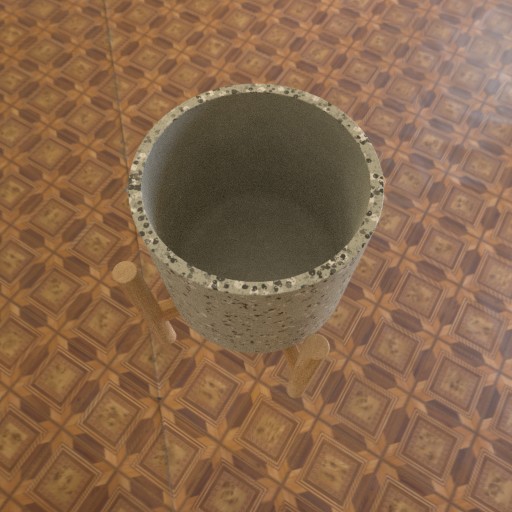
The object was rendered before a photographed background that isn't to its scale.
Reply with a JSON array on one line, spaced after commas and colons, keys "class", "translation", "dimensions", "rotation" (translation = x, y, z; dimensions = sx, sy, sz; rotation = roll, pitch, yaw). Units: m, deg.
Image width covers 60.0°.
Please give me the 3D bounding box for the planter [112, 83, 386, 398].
[{"class": "planter", "translation": [0.000, 0.000, 0.531], "dimensions": [0.284, 0.320, 0.284], "rotation": [0, 64, 0]}]
